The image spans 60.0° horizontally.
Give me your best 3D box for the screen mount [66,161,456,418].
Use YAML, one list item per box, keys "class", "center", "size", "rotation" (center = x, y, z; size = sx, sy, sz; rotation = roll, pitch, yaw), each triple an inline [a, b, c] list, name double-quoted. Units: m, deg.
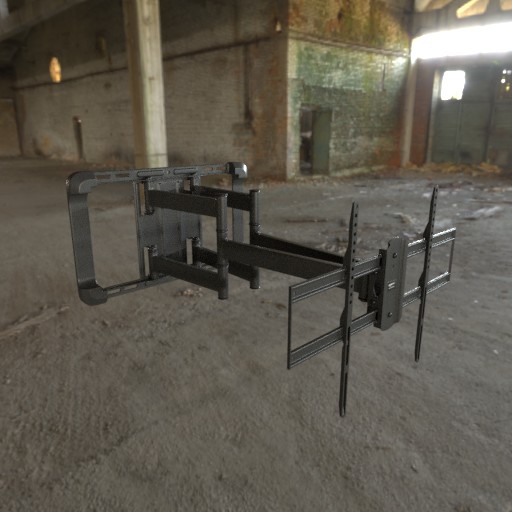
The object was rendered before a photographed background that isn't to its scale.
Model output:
- class: "screen mount"
  center: [0.000, 0.000, 1.326]
  size: [0.725, 0.483, 0.905]
  rotation: [-15, 21, -42]
